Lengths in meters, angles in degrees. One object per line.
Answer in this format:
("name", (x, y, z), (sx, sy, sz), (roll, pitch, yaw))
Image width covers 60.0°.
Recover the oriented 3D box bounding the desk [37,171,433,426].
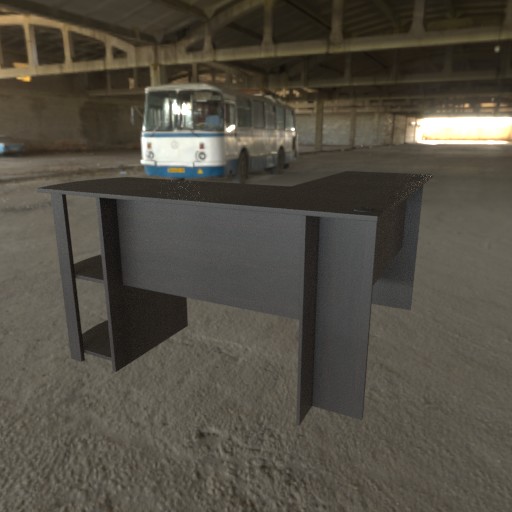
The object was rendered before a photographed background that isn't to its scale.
("desk", (0.000, 0.000, 2.093), (1.361, 0.716, 1.303), (8, 17, 26))
